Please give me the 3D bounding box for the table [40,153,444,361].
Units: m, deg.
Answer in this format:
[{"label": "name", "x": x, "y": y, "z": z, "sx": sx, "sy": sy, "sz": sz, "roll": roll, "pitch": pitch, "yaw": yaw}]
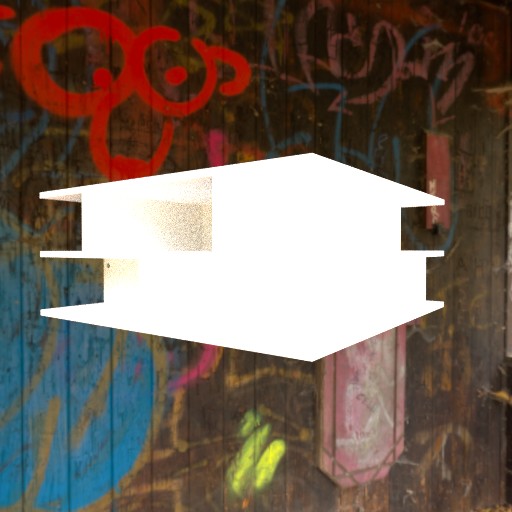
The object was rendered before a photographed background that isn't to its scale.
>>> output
[{"label": "table", "x": 0.000, "y": 0.000, "z": 1.080, "sx": 0.700, "sy": 0.289, "sz": 0.700, "roll": 1, "pitch": 1, "yaw": 36}]
